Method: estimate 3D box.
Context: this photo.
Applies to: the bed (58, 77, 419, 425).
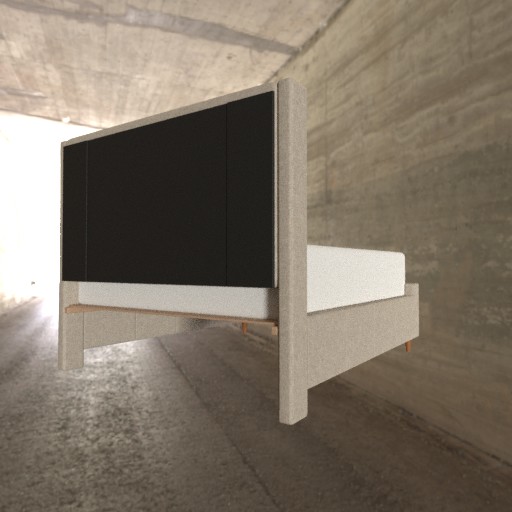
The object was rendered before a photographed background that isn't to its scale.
[{"bbox_3d":[0.000,0.000,3.729,2.045,1.743,2.370,-1,-2,35],"label":"bed"}]
